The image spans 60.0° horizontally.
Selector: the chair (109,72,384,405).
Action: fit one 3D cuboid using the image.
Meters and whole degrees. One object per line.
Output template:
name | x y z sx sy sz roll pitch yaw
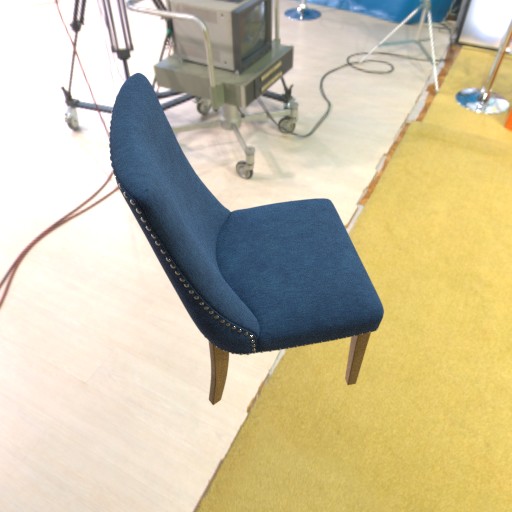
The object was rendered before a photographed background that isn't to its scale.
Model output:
chair | 0.000 0.000 1.252 0.610 0.902 0.495 -8 47 -8
